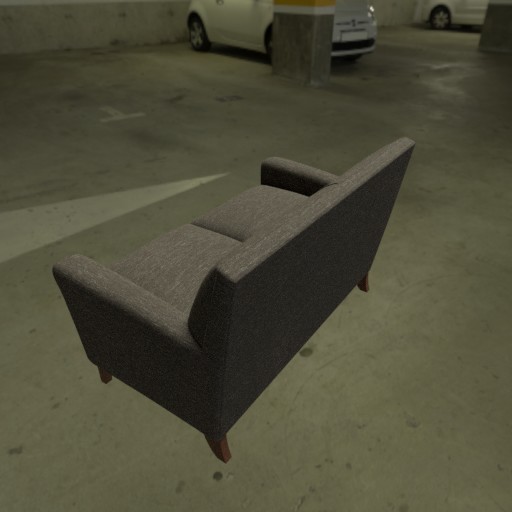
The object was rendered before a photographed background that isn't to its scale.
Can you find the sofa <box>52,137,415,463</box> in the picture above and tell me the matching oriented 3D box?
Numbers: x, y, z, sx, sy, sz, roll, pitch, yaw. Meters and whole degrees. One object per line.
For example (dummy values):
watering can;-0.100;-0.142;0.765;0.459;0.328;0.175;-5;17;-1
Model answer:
sofa;0.000;0.000;2.058;0.867;0.905;1.509;20;37;29
